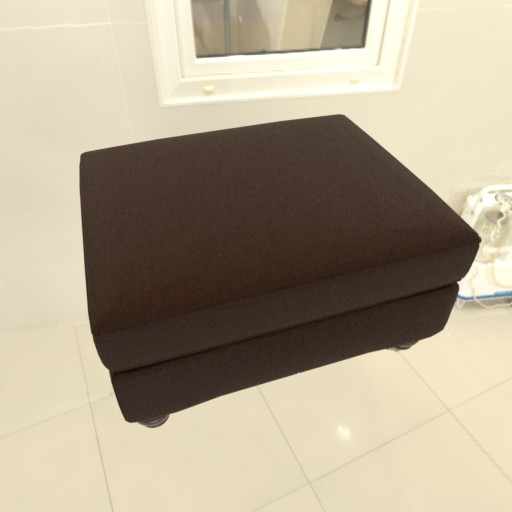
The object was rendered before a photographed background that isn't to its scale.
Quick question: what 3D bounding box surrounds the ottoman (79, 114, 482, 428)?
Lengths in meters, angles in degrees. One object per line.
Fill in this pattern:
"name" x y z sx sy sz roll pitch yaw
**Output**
"ottoman" 0.000 0.000 1.763 1.187 0.730 0.967 -12 43 -14
